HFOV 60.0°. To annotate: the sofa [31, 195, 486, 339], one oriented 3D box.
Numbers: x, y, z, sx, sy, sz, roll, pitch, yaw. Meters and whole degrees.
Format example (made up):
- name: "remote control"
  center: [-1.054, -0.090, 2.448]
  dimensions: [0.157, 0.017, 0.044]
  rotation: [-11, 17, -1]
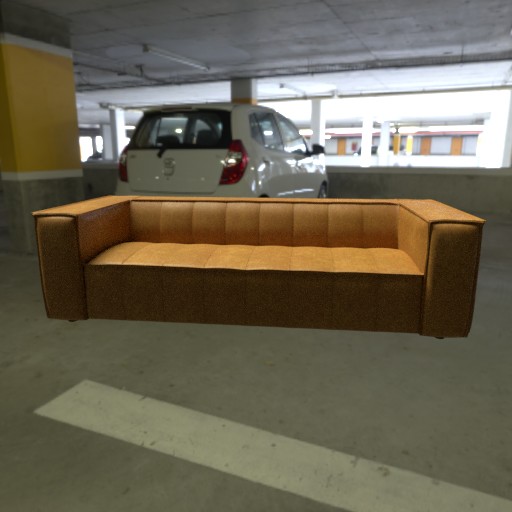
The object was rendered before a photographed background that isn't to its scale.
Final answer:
- name: "sofa"
  center: [0.000, 0.000, 3.024]
  dimensions: [2.581, 0.701, 1.102]
  rotation: [2, 13, 7]
